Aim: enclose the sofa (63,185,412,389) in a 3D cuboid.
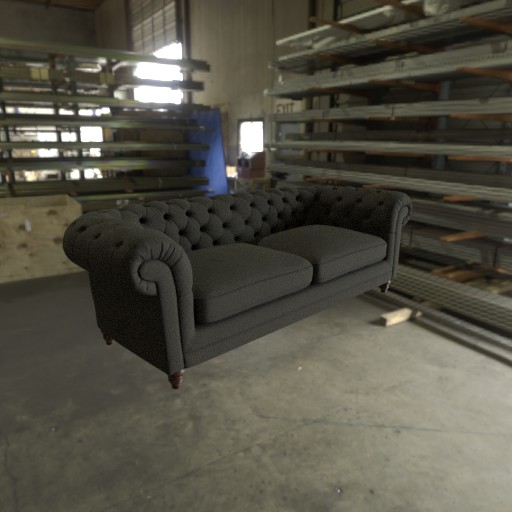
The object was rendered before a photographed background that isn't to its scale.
[{"bbox_3d":[0.000,0.000,2.878,2.362,0.762,0.991,-14,20,-43],"label":"sofa"}]
